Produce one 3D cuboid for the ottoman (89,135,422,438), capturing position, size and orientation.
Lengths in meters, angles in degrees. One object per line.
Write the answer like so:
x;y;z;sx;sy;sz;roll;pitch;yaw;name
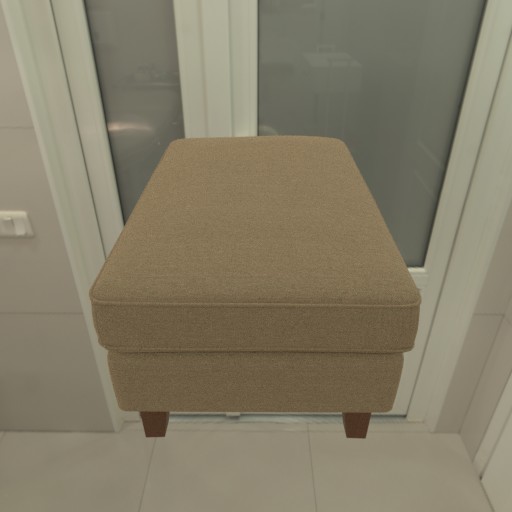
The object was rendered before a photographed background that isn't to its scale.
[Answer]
0.000;0.000;1.288;0.636;0.521;0.945;0;32;0;ottoman
